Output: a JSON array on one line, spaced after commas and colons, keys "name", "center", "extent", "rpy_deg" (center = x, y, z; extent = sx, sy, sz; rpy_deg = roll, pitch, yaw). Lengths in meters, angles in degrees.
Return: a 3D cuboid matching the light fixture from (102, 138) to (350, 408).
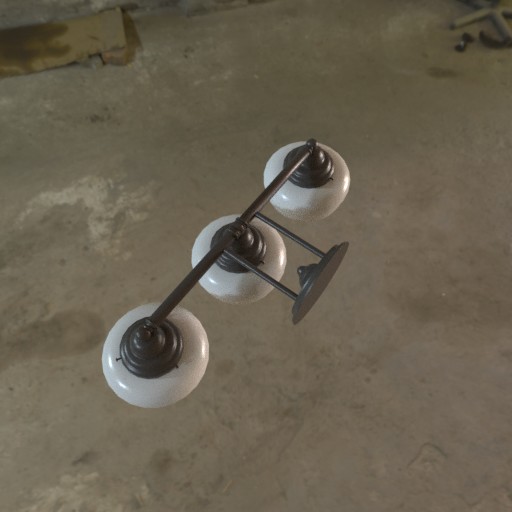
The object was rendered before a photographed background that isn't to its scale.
[{"name": "light fixture", "center": [0.000, 0.000, 0.721], "extent": [0.239, 0.242, 0.587], "rpy_deg": [34, 67, 16]}]
